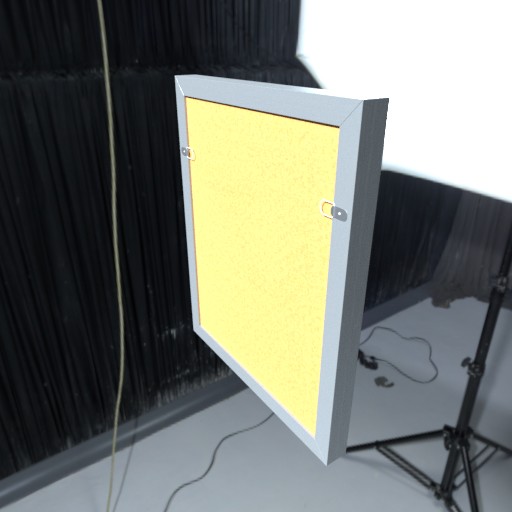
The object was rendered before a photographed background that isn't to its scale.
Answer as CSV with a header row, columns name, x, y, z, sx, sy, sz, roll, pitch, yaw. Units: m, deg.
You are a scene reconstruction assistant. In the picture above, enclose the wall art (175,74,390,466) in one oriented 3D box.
name,x,y,z,sx,sy,sz,roll,pitch,yaw
wall art,0.000,0.000,0.521,0.030,0.379,0.308,-17,31,-31
